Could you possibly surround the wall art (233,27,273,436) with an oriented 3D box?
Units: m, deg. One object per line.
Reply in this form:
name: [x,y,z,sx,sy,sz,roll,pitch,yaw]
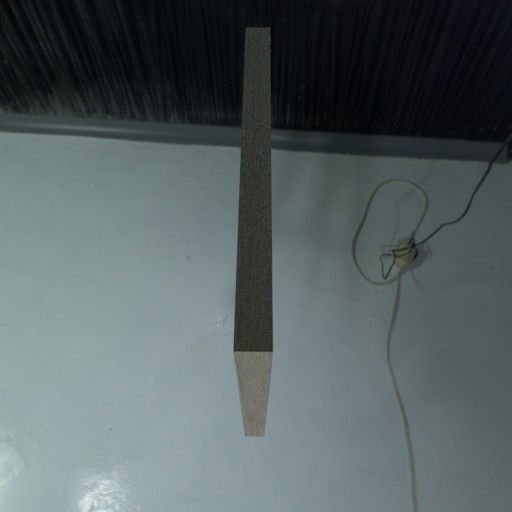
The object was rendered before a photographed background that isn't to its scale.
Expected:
wall art: [0.000,0.000,0.763,0.037,0.507,0.507,1,59,0]
